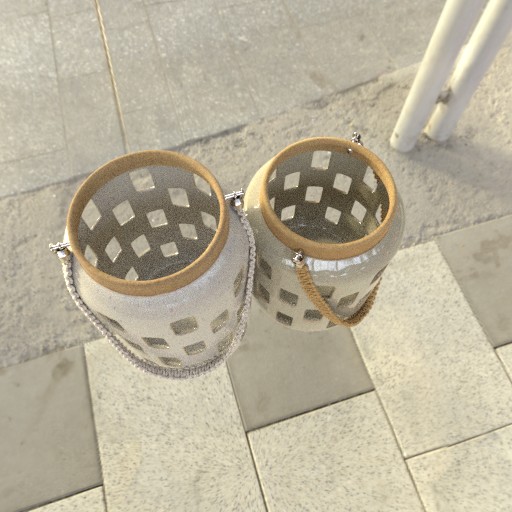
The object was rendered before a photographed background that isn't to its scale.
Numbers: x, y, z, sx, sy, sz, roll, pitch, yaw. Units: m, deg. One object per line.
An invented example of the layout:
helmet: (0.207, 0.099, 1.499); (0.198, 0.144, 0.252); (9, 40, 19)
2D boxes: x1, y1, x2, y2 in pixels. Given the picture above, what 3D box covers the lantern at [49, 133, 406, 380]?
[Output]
lantern: (0.000, 0.000, 0.481); (0.347, 0.255, 0.184); (-18, 65, -8)
